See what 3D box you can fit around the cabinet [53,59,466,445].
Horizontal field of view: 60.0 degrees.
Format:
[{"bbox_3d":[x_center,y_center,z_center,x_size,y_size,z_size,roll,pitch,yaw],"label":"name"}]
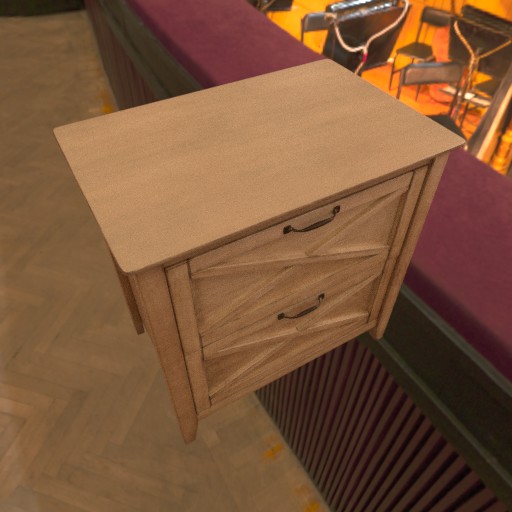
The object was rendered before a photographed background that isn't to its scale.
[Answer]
[{"bbox_3d":[0.000,0.000,1.240,0.763,0.762,0.503,-23,50,-20],"label":"cabinet"}]
